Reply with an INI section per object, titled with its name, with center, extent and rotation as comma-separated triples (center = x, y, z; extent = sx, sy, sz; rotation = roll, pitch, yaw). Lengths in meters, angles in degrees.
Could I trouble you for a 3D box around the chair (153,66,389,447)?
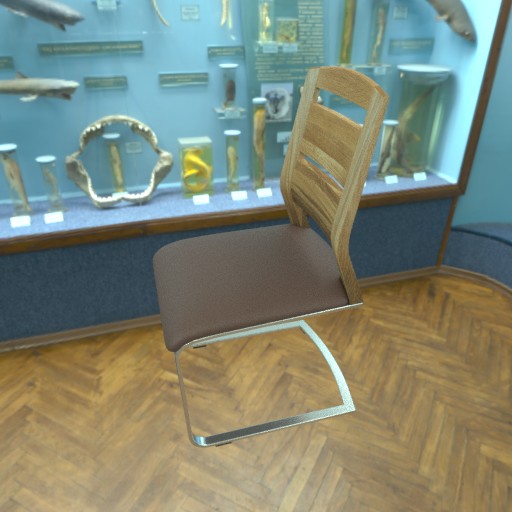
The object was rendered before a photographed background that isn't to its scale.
[chair]
center = 0.000, 0.000, 1.261
extent = 0.570, 0.970, 0.460
rotation = -8, 32, -13
